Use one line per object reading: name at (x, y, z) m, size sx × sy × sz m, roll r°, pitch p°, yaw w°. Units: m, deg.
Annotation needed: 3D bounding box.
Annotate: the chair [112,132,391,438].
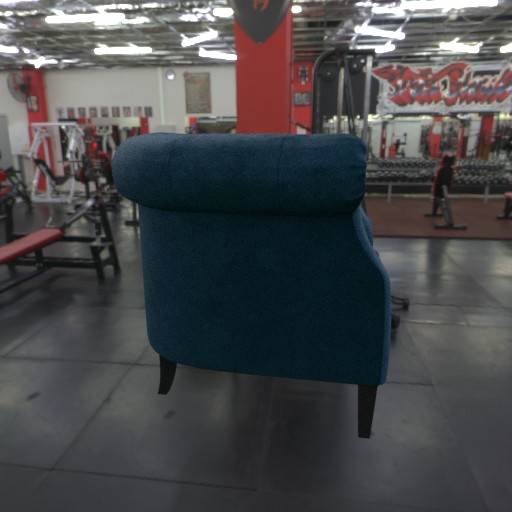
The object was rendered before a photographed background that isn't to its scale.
chair at (0.000, 0.000, 1.537) m, size 0.851 × 0.826 × 0.904 m, roll 3°, pitch 16°, yaw 10°
